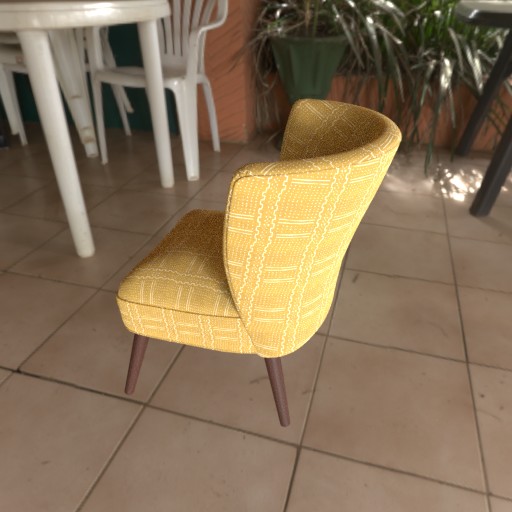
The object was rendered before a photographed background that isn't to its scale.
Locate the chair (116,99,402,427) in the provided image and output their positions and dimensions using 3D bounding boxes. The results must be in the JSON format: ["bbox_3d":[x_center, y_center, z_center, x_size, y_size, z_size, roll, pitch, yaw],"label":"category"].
[{"bbox_3d":[0.000,0.000,1.412,0.758,0.866,0.706,8,33,13],"label":"chair"}]
